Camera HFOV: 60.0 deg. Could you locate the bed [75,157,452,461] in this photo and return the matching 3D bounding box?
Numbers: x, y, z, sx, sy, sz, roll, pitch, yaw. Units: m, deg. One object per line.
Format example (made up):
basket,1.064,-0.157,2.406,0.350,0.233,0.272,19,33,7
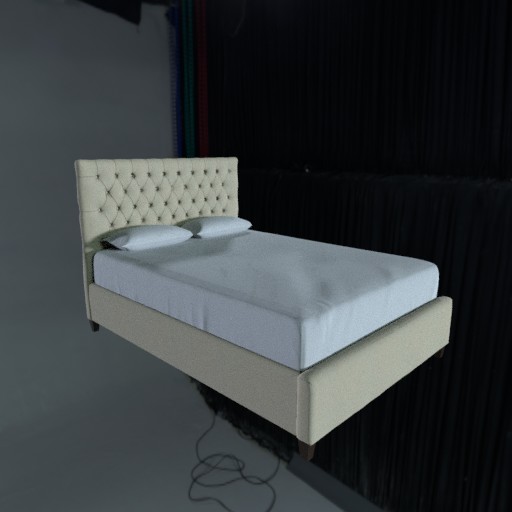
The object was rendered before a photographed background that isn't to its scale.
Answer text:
bed,0.000,0.000,3.384,2.387,1.427,1.698,13,19,43
